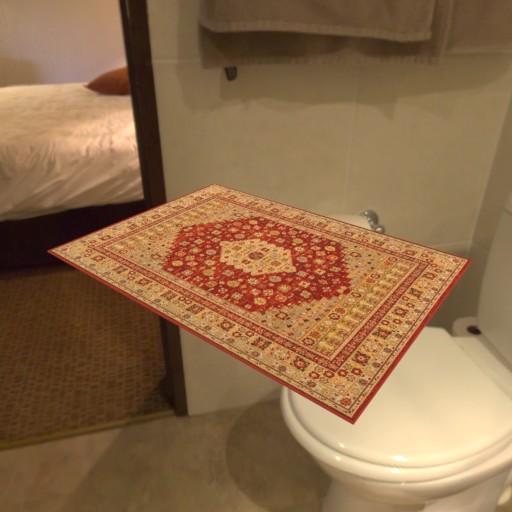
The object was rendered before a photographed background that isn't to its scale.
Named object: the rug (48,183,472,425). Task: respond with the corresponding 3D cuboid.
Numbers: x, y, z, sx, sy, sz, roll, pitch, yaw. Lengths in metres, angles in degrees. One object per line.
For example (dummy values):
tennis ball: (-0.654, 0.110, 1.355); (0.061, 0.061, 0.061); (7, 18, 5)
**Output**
rug: (0.000, 0.000, 2.839); (2.211, 0.013, 1.593); (21, 36, 33)
